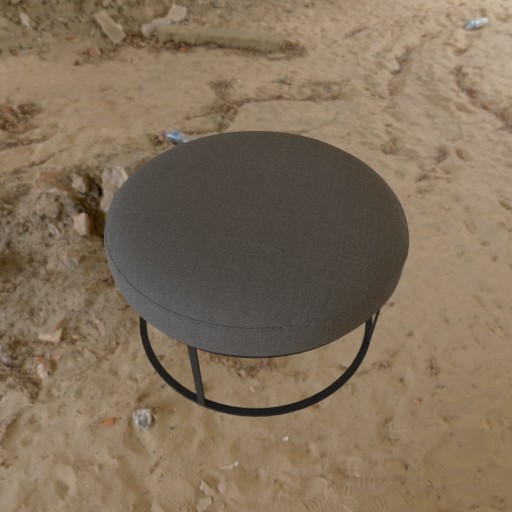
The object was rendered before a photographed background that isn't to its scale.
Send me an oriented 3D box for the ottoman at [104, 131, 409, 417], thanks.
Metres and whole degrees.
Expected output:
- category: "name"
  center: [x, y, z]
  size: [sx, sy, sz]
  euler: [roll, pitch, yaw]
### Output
- category: "ottoman"
  center: [0.000, 0.000, 1.254]
  size: [0.772, 0.460, 0.772]
  euler: [0, 45, 0]
